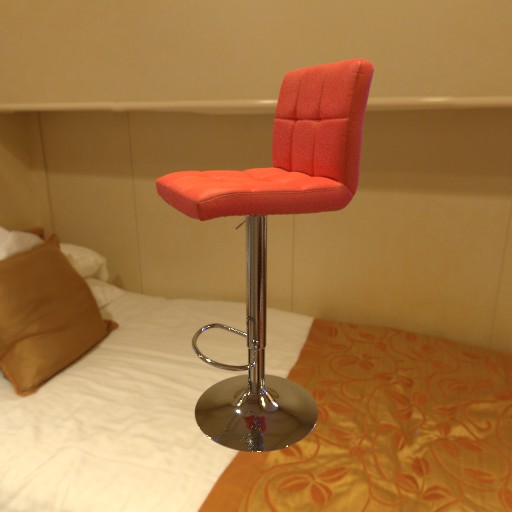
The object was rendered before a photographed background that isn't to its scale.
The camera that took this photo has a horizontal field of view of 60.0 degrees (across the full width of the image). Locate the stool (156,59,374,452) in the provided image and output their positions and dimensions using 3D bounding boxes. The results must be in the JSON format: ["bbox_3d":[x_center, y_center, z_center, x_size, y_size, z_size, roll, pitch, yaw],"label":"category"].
[{"bbox_3d":[0.000,0.000,1.372,0.505,1.115,0.430,-8,19,-24],"label":"stool"}]
